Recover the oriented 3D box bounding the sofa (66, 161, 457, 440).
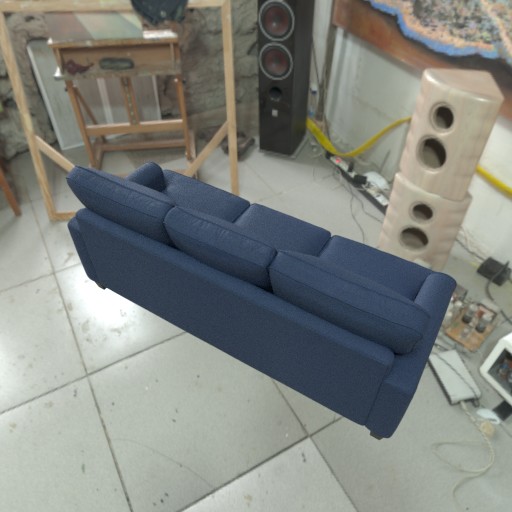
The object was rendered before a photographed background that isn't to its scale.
[{"bbox_3d":[0.000,0.000,2.633,2.158,0.965,0.951,23,50,21],"label":"sofa"}]
